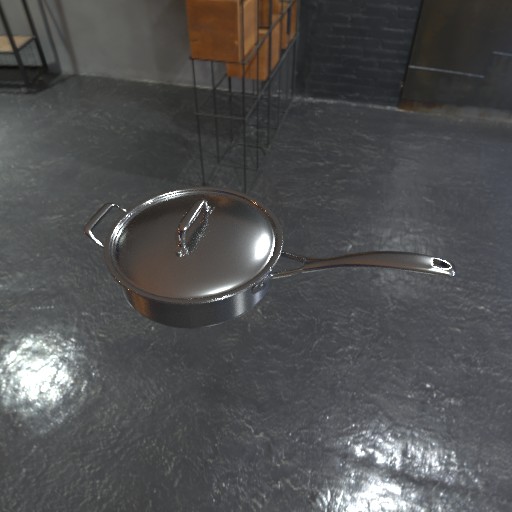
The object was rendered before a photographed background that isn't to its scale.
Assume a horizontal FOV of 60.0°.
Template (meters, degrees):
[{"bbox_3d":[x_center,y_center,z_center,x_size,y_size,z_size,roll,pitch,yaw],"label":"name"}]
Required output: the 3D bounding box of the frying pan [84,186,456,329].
[{"bbox_3d":[0.000,0.000,0.604,0.492,0.111,0.245,12,44,12],"label":"frying pan"}]
